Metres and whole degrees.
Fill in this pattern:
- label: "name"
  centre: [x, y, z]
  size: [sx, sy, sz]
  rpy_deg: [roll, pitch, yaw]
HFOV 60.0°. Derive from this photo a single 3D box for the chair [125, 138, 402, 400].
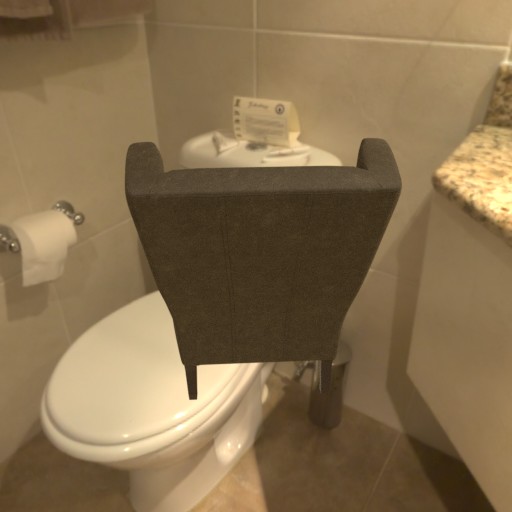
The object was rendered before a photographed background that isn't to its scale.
- label: "chair"
  centre: [0.000, 0.000, 1.706]
  size: [0.853, 1.016, 0.926]
  rpy_deg: [-2, 32, -3]
